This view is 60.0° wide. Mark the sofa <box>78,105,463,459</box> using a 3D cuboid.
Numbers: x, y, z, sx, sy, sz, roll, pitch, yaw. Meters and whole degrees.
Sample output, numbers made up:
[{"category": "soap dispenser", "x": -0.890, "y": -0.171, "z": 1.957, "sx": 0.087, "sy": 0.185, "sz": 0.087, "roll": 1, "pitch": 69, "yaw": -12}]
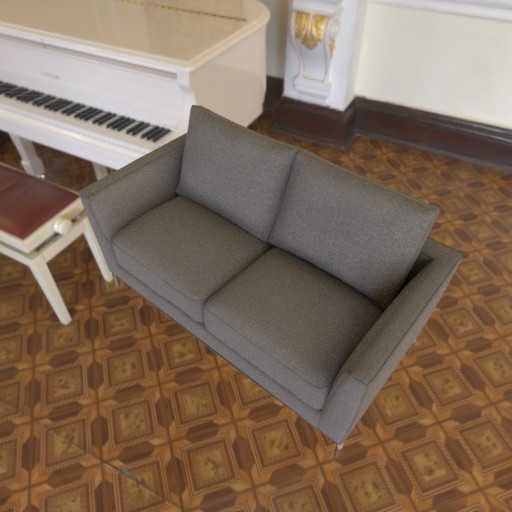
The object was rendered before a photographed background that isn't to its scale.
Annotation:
[{"category": "sofa", "x": 0.000, "y": 0.000, "z": 2.138, "sx": 1.594, "sy": 0.924, "sz": 0.803, "roll": 31, "pitch": 53, "yaw": 27}]
